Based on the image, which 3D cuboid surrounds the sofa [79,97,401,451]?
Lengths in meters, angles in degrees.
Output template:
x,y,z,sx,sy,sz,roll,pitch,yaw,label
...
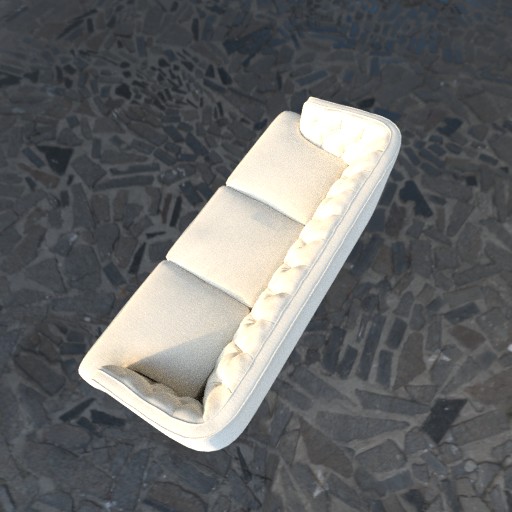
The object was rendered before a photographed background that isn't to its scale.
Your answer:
x,y,z,sx,sy,sz,roll,pitch,yaw,label
0.000,0.000,2.759,0.941,0.855,2.278,29,67,14,sofa
